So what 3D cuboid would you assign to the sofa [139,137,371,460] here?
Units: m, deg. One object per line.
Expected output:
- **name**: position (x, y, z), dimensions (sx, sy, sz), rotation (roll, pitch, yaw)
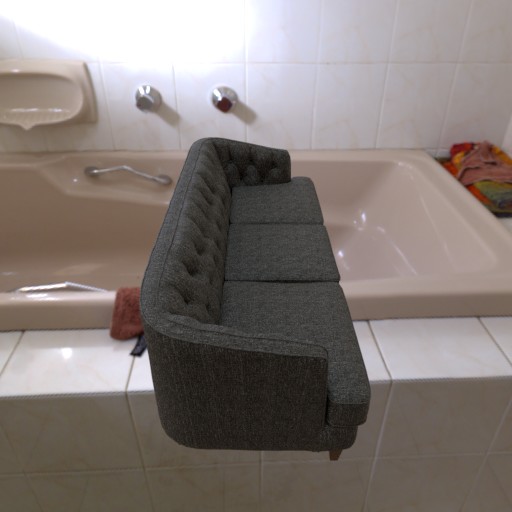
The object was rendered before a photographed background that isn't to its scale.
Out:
- **sofa**: position (0.000, 0.000, 2.696), dimensions (0.941, 0.855, 2.278), rotation (0, 33, 0)
